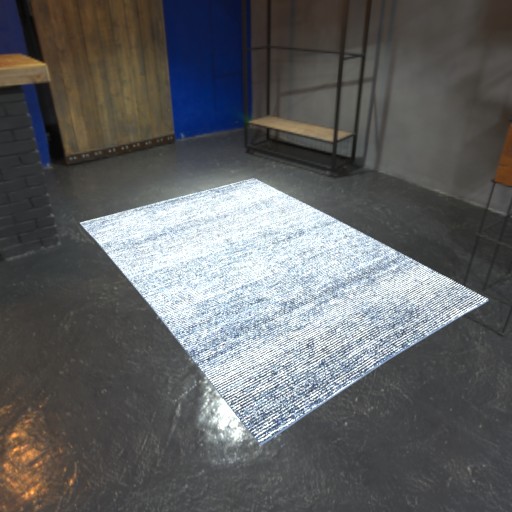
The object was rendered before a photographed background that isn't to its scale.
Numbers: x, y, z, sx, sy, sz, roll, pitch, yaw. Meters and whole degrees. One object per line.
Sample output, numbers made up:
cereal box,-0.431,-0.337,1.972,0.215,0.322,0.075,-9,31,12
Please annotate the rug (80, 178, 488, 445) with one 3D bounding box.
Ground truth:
rug,0.000,0.000,2.944,1.624,0.030,2.349,-20,36,-30
